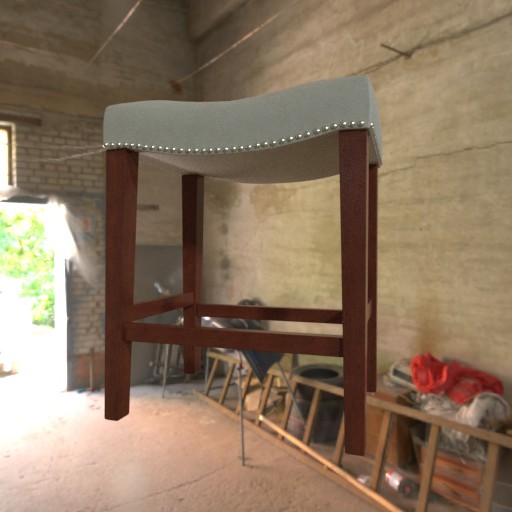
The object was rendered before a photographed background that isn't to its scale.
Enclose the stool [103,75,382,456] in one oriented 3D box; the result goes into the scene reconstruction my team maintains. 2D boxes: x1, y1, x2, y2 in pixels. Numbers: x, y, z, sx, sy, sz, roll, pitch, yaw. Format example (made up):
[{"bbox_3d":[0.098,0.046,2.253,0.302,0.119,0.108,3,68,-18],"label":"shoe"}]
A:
[{"bbox_3d":[0.000,0.000,0.949,0.509,0.632,0.375,0,1,18],"label":"stool"}]
